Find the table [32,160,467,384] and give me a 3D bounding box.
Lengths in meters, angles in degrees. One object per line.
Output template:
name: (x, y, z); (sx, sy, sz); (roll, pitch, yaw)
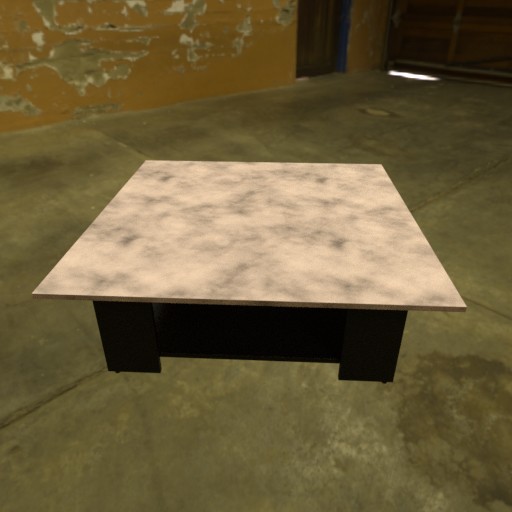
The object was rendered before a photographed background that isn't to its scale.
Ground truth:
table: (0.000, 0.000, 1.364); (0.890, 0.305, 0.890); (2, 30, 3)
